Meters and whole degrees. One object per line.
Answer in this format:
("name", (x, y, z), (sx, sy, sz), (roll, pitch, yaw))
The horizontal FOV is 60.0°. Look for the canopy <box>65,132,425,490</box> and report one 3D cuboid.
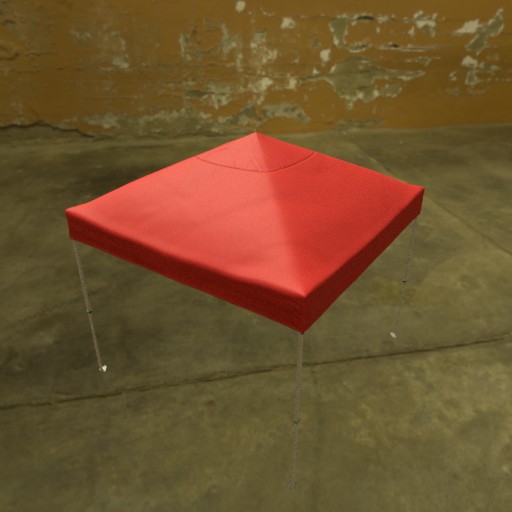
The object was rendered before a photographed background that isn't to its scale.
("canopy", (0.000, 0.000, 5.449), (2.996, 2.997, 2.998), (18, 33, 30))
